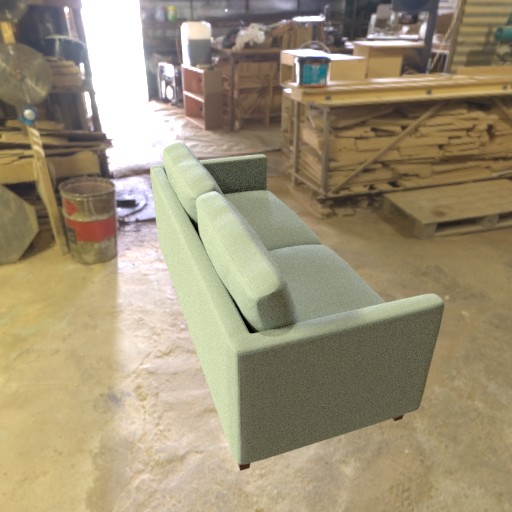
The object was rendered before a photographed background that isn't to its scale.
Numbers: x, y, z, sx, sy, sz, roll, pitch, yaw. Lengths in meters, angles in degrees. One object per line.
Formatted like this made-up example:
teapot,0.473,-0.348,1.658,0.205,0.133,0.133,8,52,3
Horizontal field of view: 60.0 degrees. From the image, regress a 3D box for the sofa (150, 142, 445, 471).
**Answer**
sofa,0.000,0.000,2.707,0.951,0.965,2.208,-10,31,-17
